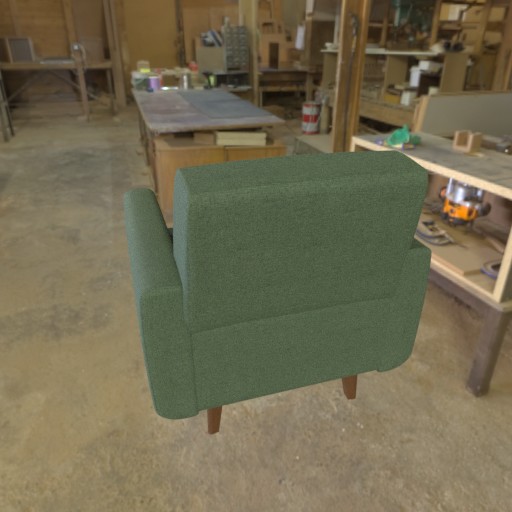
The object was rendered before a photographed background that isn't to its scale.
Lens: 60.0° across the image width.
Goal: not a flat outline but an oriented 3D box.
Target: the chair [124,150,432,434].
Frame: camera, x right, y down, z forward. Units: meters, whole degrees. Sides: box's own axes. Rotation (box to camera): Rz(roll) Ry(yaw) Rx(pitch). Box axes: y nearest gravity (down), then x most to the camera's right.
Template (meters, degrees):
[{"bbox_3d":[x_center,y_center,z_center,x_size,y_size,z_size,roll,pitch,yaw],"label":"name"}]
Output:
[{"bbox_3d":[0.000,0.000,1.523,0.831,0.841,0.909,-8,28,-16],"label":"chair"}]
